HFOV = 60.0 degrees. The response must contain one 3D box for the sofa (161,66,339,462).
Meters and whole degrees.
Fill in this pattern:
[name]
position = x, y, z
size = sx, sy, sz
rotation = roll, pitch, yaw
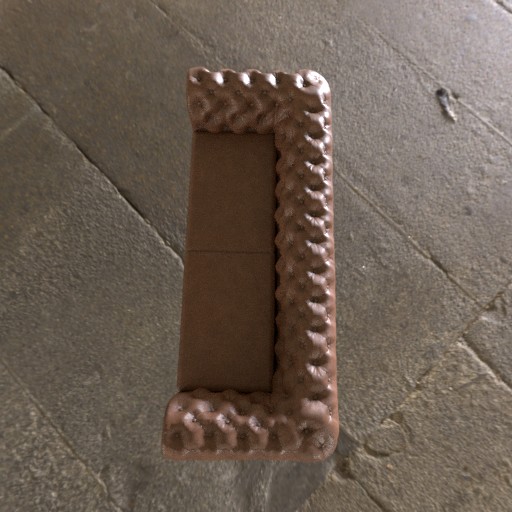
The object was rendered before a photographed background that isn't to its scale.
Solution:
[sofa]
position = 0.000, 0.000, 2.888
size = 0.944, 0.783, 2.385
rotation = 1, 76, 0
